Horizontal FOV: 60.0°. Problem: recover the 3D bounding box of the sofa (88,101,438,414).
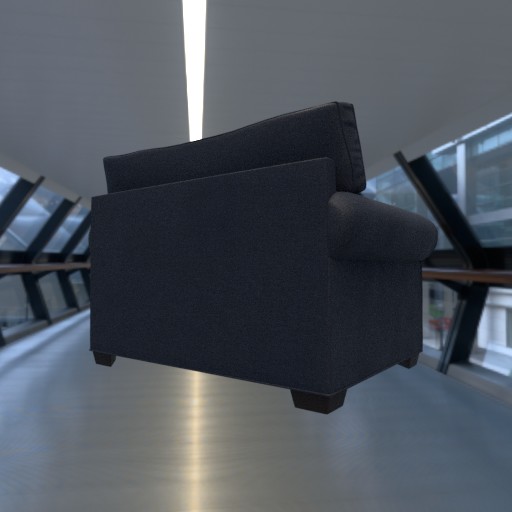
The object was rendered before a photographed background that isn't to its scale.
[{"bbox_3d":[0.000,0.000,2.067,1.405,1.004,0.938,-1,-2,37],"label":"sofa"}]
